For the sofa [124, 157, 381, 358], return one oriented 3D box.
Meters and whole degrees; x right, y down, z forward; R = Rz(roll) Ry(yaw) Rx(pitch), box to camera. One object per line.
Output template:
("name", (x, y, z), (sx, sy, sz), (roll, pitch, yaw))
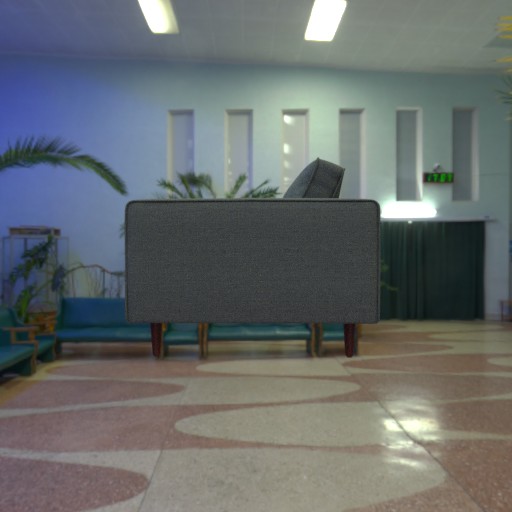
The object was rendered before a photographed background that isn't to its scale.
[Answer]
("sofa", (0.000, 0.000, 2.618), (0.914, 0.762, 2.198), (0, 0, 1))
